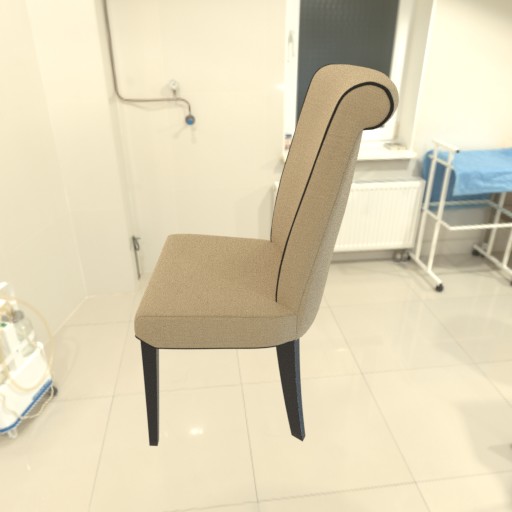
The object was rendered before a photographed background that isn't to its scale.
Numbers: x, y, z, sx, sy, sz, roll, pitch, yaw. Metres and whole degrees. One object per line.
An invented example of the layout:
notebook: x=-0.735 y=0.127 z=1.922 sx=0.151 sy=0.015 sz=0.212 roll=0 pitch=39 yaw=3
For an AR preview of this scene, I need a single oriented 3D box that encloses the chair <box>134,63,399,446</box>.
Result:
chair: x=0.000 y=0.000 z=1.281 sx=0.623 sy=0.997 sz=0.522 roll=0 pitch=27 yaw=0
